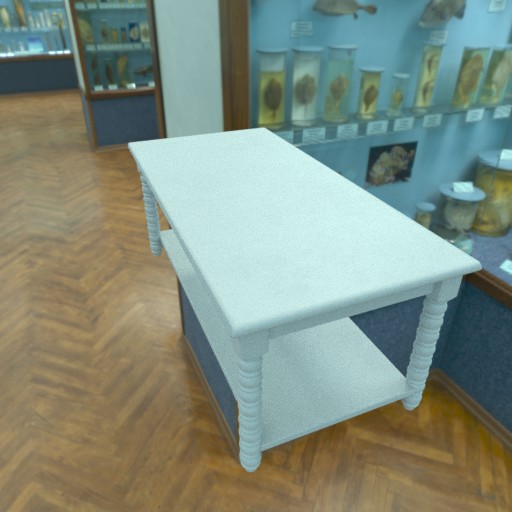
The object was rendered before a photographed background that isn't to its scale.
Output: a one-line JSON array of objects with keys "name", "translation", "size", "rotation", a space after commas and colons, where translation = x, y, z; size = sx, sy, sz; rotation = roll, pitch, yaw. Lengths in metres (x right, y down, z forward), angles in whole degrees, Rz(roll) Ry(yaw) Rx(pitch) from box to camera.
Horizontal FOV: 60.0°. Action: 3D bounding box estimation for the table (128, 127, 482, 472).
[{"name": "table", "translation": [0.000, 0.000, 1.442], "size": [0.580, 0.487, 1.171], "rotation": [-12, 33, -19]}]
